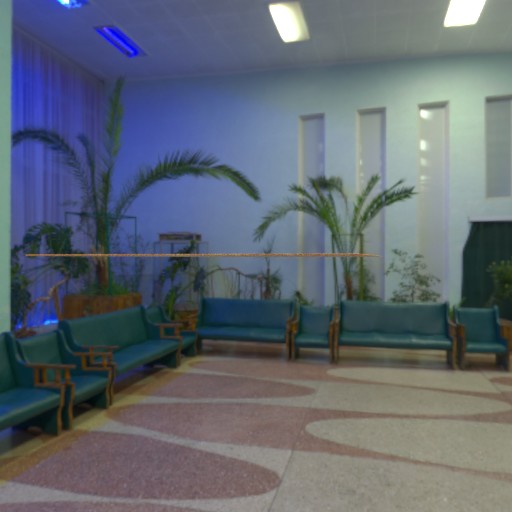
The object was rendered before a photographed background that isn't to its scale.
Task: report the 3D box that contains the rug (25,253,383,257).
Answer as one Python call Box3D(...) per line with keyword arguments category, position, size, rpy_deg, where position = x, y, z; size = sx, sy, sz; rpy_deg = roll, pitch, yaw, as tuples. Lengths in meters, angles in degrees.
Box3D(category="rug", position=(0.000, 0.000, 2.922), size=(1.524, 0.006, 2.285), rpy_deg=(0, 0, 18))
